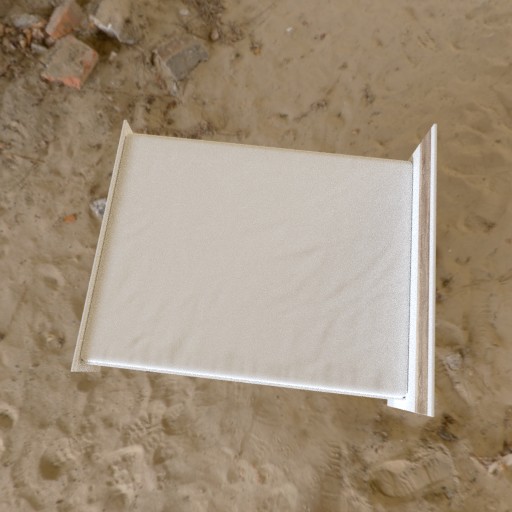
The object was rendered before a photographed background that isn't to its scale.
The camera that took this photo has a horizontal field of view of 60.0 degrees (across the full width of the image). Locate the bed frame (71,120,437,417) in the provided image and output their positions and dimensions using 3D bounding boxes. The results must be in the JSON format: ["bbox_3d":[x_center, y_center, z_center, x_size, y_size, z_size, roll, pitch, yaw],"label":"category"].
[{"bbox_3d":[0.000,0.000,2.937,2.060,0.800,1.720,6,75,2],"label":"bed frame"}]
